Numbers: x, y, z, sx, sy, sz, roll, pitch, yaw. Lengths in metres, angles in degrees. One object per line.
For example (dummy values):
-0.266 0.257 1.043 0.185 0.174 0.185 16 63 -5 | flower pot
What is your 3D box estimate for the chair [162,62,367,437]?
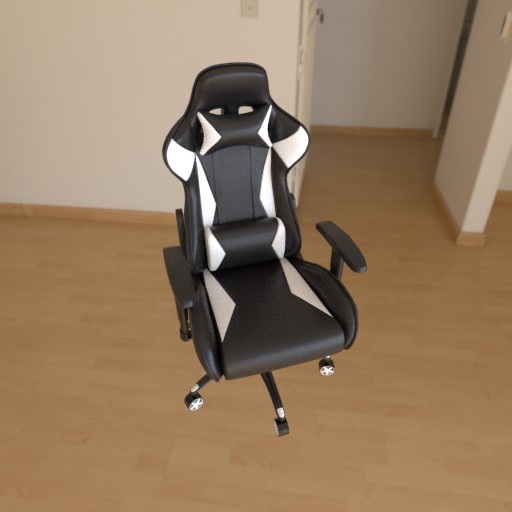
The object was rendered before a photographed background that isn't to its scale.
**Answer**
0.000 0.000 1.689 0.730 1.285 0.695 -10 35 -15 | chair
